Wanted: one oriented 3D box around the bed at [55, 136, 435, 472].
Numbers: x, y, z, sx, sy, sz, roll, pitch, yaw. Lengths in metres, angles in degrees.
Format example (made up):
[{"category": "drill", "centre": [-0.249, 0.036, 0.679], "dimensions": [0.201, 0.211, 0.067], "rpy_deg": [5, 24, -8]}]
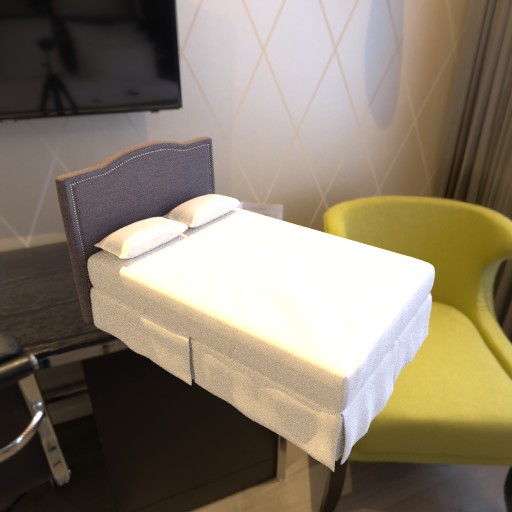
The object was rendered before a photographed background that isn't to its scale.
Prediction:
[{"category": "bed", "centre": [0.000, 0.000, 3.532], "dimensions": [2.507, 1.441, 1.741], "rpy_deg": [19, 33, 32]}]
